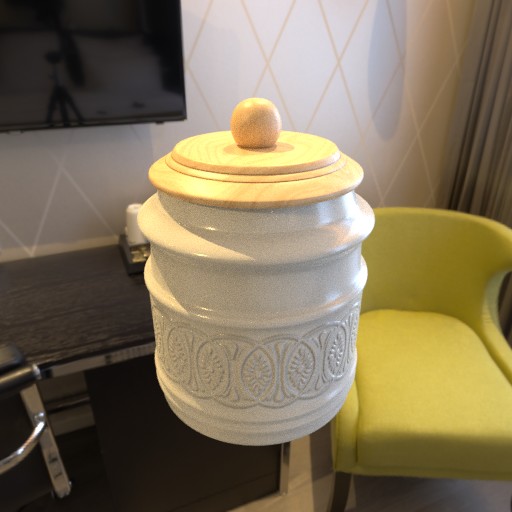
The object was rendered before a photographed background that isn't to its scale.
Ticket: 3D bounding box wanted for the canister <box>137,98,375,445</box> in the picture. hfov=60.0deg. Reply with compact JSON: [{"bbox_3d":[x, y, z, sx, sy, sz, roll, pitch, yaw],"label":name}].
[{"bbox_3d":[0.000,0.000,0.261,0.130,0.176,0.130,0,27,0],"label":"canister"}]
